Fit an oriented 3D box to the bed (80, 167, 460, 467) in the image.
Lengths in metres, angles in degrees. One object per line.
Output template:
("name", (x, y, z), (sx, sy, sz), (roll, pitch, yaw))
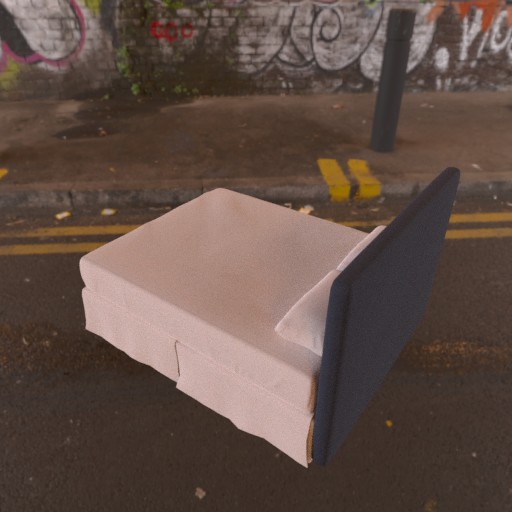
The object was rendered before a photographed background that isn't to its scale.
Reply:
("bed", (0.000, 0.000, 3.214), (2.162, 1.330, 1.713), (21, 38, 30))
